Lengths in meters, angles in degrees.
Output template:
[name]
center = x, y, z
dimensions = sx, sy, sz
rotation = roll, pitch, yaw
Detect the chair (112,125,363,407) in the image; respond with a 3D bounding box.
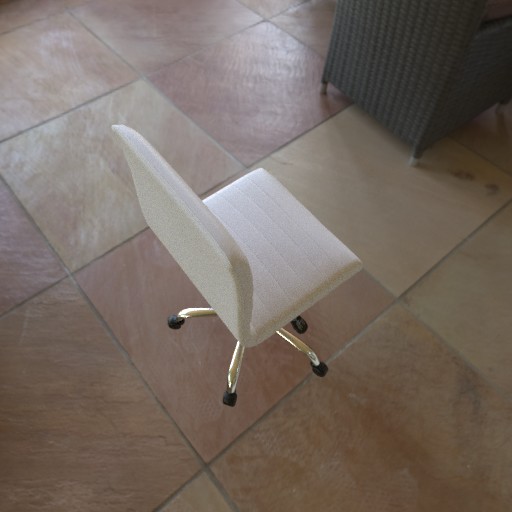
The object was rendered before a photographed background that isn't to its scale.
[chair]
center = 0.000, 0.000, 1.069
dimensions = 0.455, 0.750, 0.520
rotation = -32, 62, -19
